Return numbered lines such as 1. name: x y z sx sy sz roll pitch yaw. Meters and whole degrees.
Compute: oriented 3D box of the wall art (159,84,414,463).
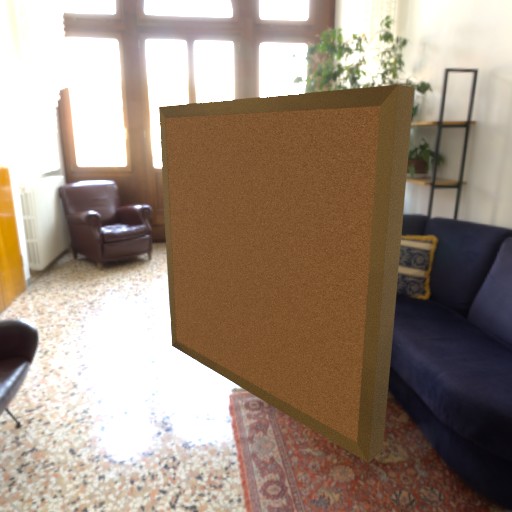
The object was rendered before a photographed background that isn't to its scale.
1. wall art: 0.000 0.000 0.759 0.038 0.508 0.507 -14 20 -42
